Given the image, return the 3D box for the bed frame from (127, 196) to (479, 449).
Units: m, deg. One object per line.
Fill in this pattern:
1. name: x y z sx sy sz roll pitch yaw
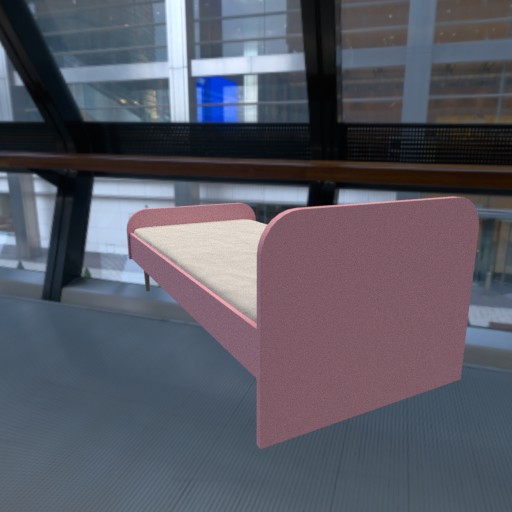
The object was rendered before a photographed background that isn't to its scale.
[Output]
1. bed frame: 0.000 0.000 2.468 0.998 0.805 1.963 -7 15 -27
